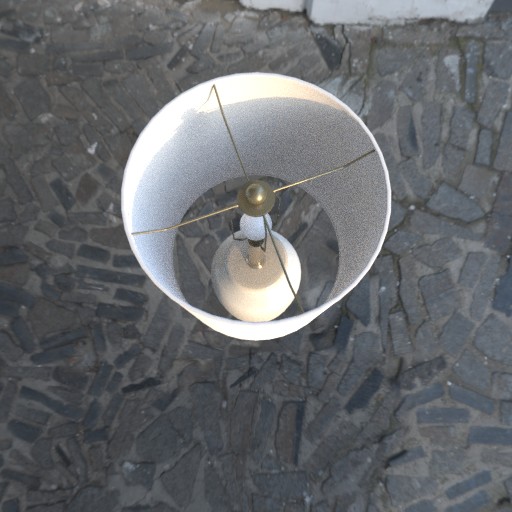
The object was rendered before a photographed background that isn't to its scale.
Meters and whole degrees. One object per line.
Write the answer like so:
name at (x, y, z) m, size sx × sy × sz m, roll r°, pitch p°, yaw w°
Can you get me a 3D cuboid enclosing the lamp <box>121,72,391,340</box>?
lamp at (0.000, 0.000, 0.498) m, size 0.188 × 0.392 × 0.188 m, roll 18°, pitch 77°, yaw 4°
